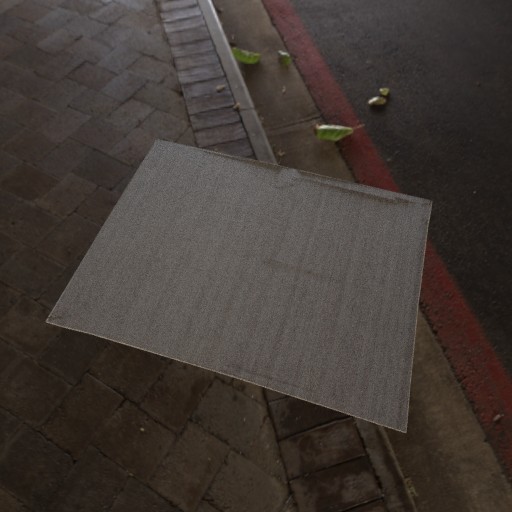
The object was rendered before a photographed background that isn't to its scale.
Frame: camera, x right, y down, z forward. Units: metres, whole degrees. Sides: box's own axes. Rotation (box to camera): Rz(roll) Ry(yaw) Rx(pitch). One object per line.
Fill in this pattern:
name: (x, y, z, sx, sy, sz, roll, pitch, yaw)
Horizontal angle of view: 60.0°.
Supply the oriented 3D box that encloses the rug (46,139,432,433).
rug: (0.000, 0.000, 5.107, 3.778, 0.053, 2.873, 15, 59, 9)
